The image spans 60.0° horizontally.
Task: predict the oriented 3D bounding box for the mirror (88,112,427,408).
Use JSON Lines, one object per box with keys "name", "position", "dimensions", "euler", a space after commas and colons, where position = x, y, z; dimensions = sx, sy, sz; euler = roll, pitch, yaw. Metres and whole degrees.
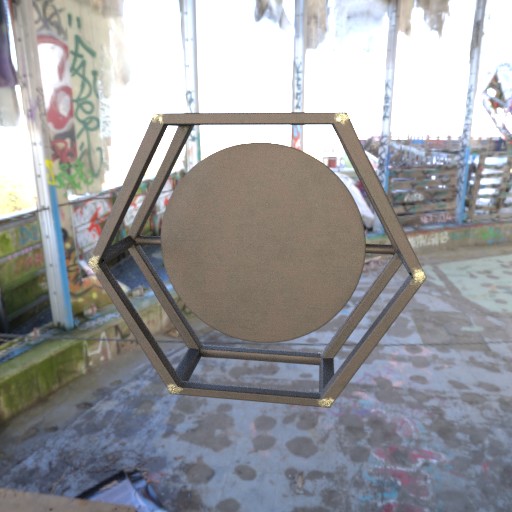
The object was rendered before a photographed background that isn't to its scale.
{"name": "mirror", "position": [0.000, 0.000, 0.548], "dimensions": [0.380, 0.334, 0.119], "euler": [2, 16, 8]}
